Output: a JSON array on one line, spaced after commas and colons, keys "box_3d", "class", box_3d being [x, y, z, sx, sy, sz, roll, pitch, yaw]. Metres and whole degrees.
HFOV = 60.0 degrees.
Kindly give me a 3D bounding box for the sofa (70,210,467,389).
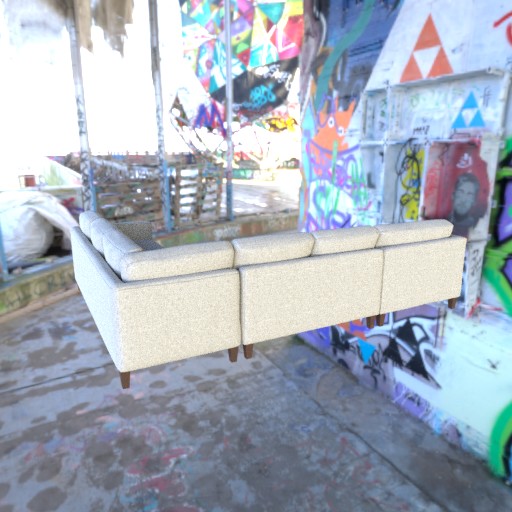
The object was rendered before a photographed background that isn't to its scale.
[{"box_3d": [0.000, 0.000, 4.776, 3.460, 0.959, 2.593, -7, 16, -27], "class": "sofa"}]
